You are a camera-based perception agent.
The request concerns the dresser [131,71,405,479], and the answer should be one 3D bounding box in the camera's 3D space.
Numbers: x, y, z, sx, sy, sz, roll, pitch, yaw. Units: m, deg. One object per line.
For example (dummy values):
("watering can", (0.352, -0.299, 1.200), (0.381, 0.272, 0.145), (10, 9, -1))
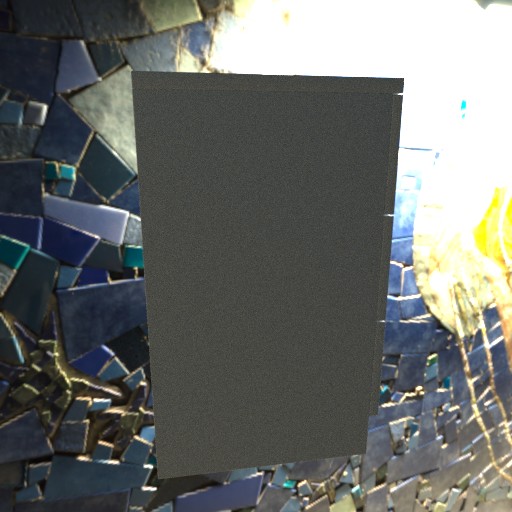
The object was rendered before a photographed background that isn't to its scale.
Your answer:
("dresser", (0.000, 0.000, 0.800), (0.360, 0.560, 0.400), (-2, 15, -9))
